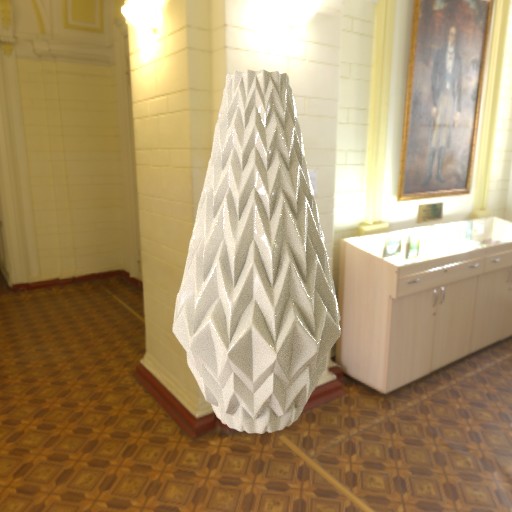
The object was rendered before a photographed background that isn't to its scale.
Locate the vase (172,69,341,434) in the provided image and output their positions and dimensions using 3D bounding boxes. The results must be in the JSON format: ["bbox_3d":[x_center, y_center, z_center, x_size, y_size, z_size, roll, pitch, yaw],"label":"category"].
[{"bbox_3d":[0.000,0.000,0.428,0.167,0.328,0.167,0,13,0],"label":"vase"}]
